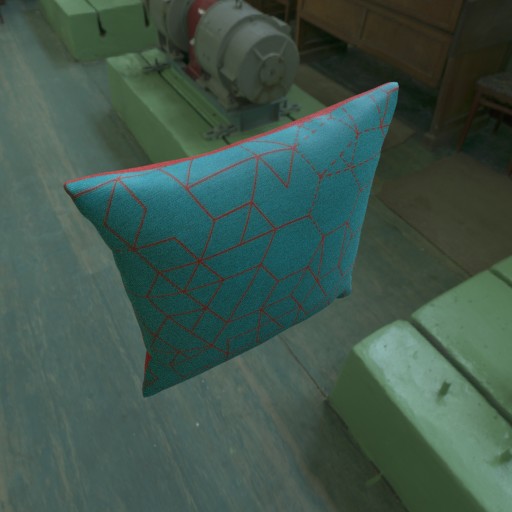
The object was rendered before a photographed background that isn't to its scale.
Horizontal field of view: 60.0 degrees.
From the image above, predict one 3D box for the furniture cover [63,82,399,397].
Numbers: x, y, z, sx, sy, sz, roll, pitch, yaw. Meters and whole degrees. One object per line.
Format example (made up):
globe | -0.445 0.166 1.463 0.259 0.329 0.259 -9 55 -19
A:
furniture cover | 0.000 0.000 0.777 0.517 0.508 0.158 -24 50 -21
